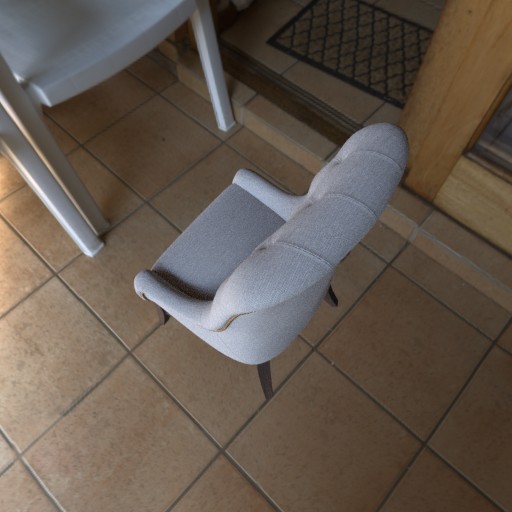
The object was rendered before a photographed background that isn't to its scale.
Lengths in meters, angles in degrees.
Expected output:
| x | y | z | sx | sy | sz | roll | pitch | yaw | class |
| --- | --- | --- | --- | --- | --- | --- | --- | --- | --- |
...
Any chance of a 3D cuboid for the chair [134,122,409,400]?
| x | y | z | sx | sy | sz | roll | pitch | yaw | class |
| --- | --- | --- | --- | --- | --- | --- | --- | --- | --- |
| 0.000 | 0.000 | 1.472 | 0.629 | 1.091 | 0.634 | 34 | 67 | 16 | chair |
